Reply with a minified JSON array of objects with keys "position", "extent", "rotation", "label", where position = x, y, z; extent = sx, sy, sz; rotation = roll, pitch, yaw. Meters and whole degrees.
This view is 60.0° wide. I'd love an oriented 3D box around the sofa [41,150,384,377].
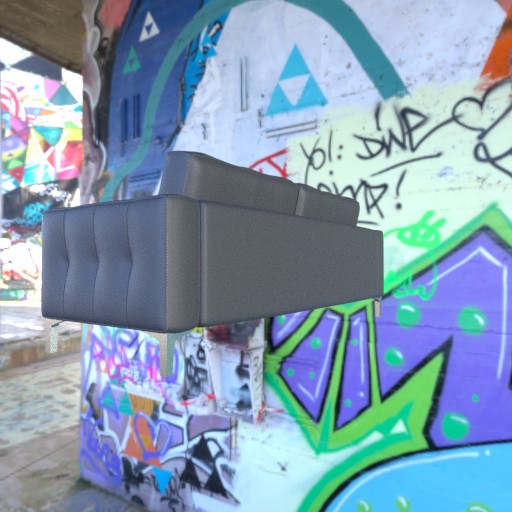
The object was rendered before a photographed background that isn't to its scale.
[{"position":[0.000,0.000,2.685],"extent":[0.833,0.893,2.275],"rotation":[-1,-1,35],"label":"sofa"}]
